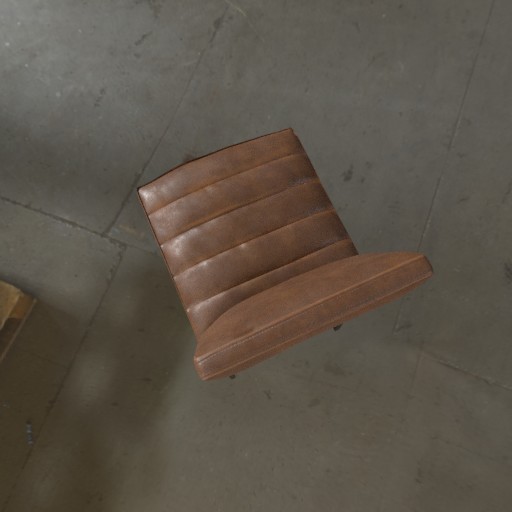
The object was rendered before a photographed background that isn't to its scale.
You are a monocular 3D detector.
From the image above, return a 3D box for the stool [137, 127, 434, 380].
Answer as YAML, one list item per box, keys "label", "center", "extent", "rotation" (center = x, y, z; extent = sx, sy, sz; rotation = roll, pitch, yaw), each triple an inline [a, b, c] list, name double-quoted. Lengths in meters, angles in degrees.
- label: "stool"
  center: [0.000, 0.000, 1.243]
  extent: [0.463, 0.942, 0.562]
  rotation: [-24, 76, -6]
